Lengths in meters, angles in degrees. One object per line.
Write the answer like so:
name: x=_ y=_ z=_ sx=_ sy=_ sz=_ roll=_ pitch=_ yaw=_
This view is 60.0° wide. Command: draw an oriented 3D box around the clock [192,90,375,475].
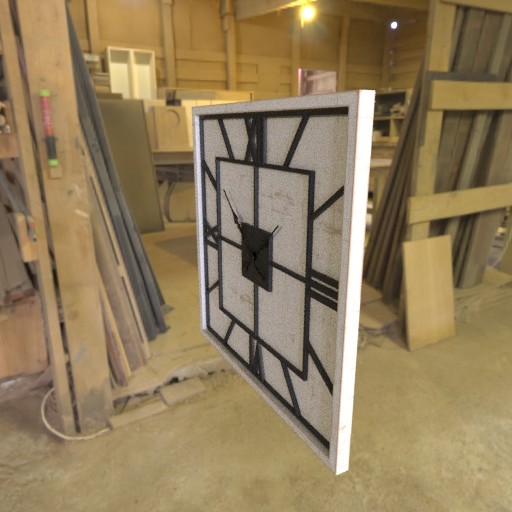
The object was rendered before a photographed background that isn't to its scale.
clock: x=0.000 y=0.000 z=1.067 sx=0.032 sy=0.705 sz=0.705 roll=-9 pitch=18 yaw=-27
